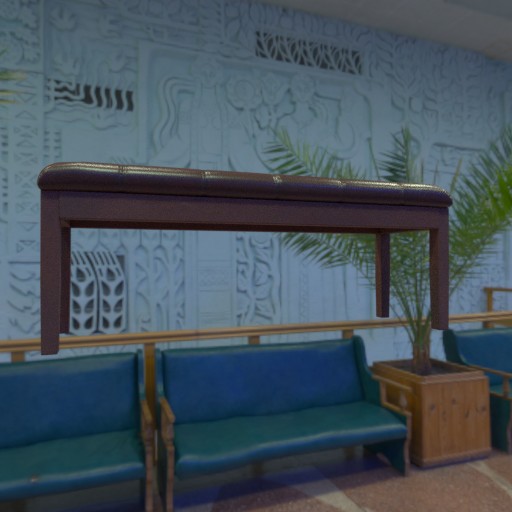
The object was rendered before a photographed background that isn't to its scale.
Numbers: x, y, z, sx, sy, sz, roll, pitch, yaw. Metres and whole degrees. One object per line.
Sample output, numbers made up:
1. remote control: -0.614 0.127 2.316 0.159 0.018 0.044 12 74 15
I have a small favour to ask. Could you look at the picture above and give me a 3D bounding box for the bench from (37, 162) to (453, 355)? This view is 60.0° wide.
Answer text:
1. bench: 0.000 0.000 1.451 1.259 0.491 0.401 0 0 -19
